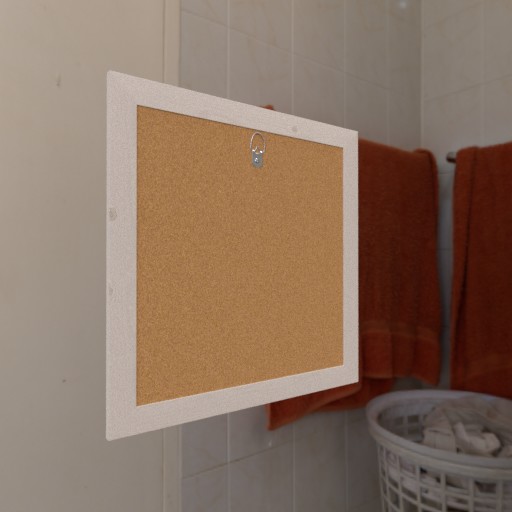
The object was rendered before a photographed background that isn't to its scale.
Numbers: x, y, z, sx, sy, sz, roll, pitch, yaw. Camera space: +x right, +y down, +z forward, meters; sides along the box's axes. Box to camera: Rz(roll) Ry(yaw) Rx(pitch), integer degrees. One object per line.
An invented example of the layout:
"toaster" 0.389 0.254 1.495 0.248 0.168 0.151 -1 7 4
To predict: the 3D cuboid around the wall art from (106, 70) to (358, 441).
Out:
"wall art" 0.000 0.000 0.861 0.572 0.577 0.015 0 0 -36
